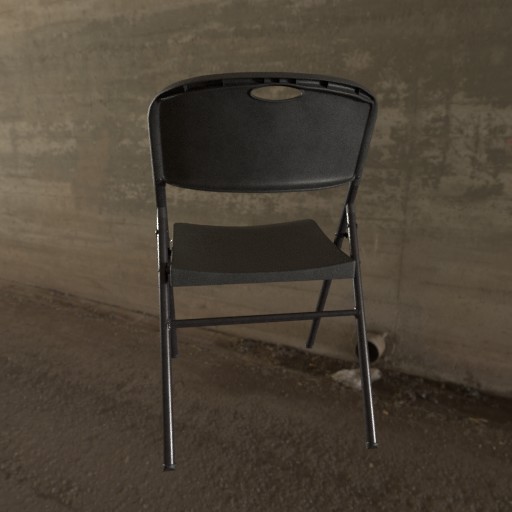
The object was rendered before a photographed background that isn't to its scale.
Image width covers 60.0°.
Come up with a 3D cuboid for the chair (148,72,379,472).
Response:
[{"bbox_3d":[0.000,0.000,1.146,0.494,0.810,0.566,-2,14,-9],"label":"chair"}]
